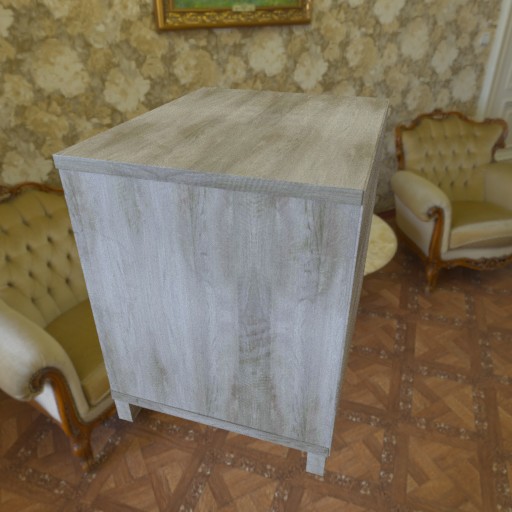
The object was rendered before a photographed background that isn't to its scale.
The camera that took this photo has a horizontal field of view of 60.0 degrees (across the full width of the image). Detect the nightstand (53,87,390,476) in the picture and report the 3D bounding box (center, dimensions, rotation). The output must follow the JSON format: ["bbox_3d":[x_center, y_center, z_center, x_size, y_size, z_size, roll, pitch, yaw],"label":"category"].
[{"bbox_3d":[0.000,0.000,0.744,0.347,0.448,0.427,9,32,15],"label":"nightstand"}]
